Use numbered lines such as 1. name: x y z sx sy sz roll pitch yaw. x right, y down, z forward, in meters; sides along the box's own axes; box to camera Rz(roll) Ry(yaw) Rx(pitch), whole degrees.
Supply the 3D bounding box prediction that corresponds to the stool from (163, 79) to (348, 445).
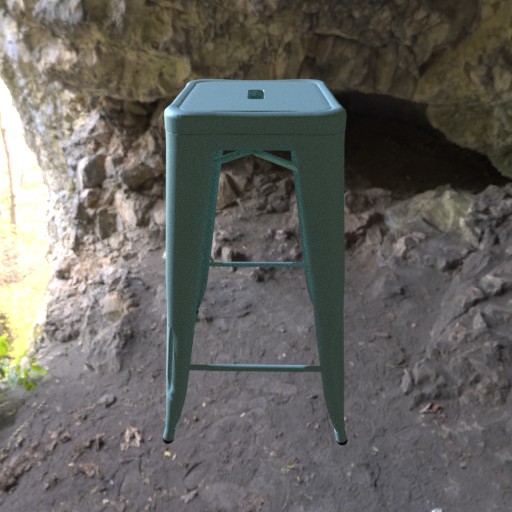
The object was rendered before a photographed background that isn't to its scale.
1. stool: 0.000 0.000 0.866 0.359 0.609 0.399 0 30 0
